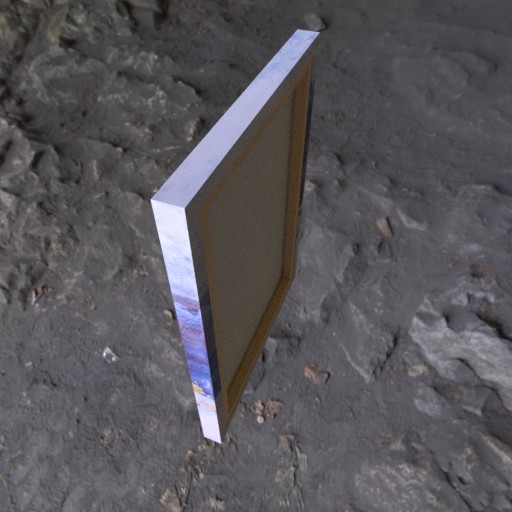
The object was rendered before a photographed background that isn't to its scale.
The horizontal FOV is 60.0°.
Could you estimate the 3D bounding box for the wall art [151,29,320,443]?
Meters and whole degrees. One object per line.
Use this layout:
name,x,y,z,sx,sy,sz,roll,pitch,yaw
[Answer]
wall art,0.000,0.000,0.756,0.036,0.581,0.437,16,49,15
